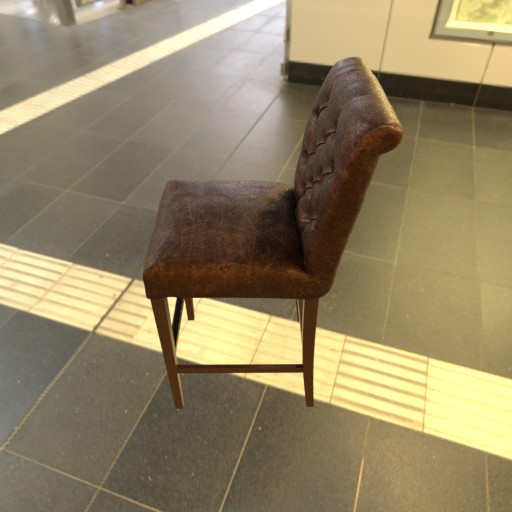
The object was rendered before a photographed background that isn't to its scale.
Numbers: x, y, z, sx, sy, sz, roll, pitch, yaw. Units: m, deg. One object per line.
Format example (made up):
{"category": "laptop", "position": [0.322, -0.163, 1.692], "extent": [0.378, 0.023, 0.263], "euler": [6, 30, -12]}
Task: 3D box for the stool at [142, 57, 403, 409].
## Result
{"category": "stool", "position": [0.000, 0.000, 1.502], "extent": [0.659, 1.168, 0.483], "euler": [0, 42, 0]}
